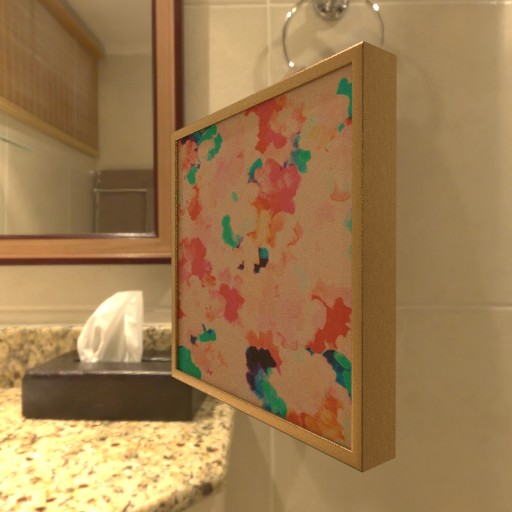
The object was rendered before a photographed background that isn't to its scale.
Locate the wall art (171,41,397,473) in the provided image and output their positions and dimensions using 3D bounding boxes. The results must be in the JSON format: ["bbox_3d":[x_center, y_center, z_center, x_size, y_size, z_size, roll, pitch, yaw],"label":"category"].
[{"bbox_3d":[0.000,0.000,0.446,0.038,0.305,0.304,0,1,-37],"label":"wall art"}]
